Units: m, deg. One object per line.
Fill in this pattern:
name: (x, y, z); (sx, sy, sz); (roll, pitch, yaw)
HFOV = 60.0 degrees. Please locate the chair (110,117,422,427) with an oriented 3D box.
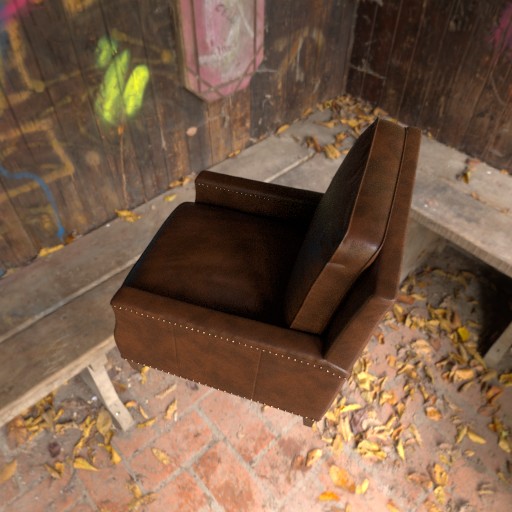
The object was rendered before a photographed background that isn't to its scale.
chair: (0.000, 0.000, 1.821); (1.035, 1.054, 0.854); (14, 49, 13)
